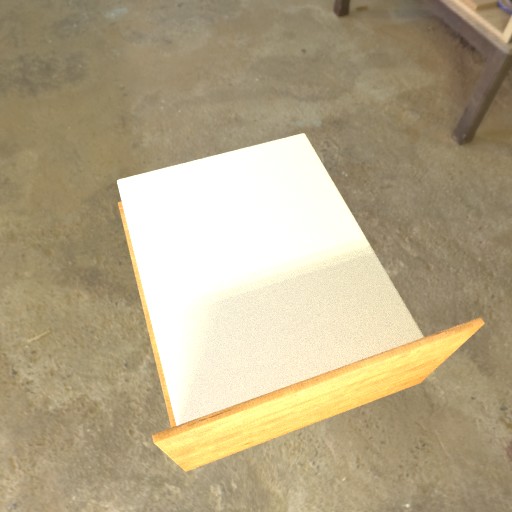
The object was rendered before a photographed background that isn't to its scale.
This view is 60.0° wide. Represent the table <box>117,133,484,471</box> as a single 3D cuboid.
[{"bbox_3d":[0.000,0.000,3.074,1.707,1.041,2.149,-17,59,-10],"label":"table"}]
